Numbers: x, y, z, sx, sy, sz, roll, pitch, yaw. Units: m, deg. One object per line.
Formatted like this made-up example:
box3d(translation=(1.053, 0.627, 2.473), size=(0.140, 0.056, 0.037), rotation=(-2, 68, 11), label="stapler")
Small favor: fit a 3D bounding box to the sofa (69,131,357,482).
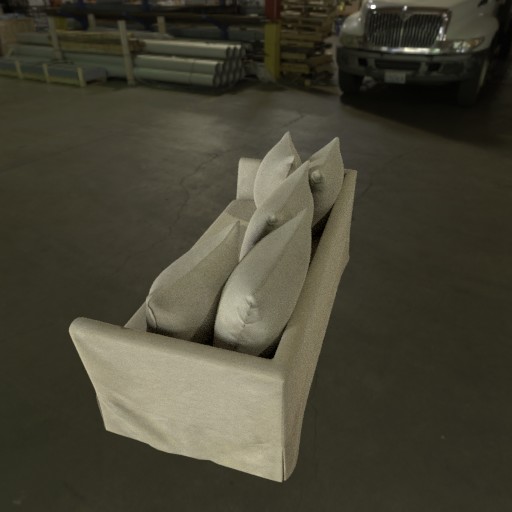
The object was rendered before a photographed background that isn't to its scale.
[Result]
box3d(translation=(0.000, 0.000, 2.812), size=(1.031, 1.034, 2.290), rotation=(9, 33, 15), label="sofa")
